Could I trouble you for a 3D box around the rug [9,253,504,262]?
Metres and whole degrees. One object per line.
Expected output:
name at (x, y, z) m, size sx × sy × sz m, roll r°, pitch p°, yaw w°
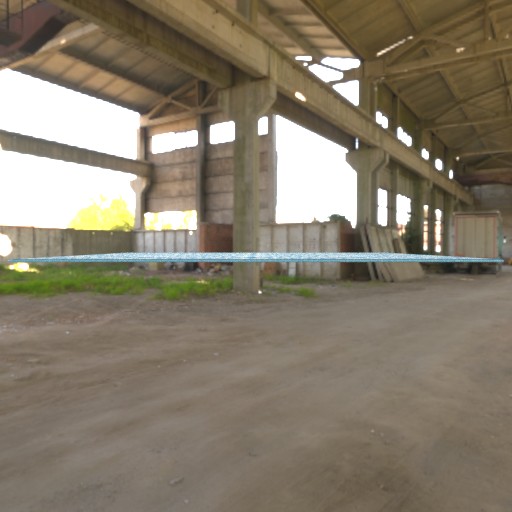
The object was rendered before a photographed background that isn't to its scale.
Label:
rug at (0.000, 0.000, 3.824) m, size 2.964 × 0.018 × 2.350 m, roll 0°, pitch 1°, yaw 0°
